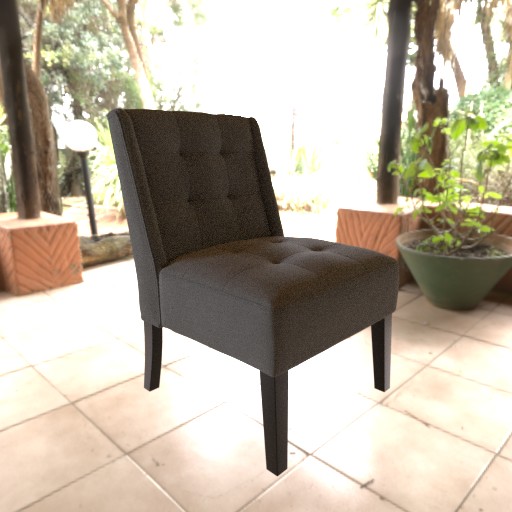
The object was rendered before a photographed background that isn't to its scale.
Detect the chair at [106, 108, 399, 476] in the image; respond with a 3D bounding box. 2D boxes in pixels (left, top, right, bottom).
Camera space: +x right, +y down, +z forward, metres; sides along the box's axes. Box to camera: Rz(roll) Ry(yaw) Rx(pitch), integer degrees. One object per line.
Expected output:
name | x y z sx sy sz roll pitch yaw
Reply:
chair | 0.000 0.000 1.327 0.676 0.853 0.569 13 19 42
